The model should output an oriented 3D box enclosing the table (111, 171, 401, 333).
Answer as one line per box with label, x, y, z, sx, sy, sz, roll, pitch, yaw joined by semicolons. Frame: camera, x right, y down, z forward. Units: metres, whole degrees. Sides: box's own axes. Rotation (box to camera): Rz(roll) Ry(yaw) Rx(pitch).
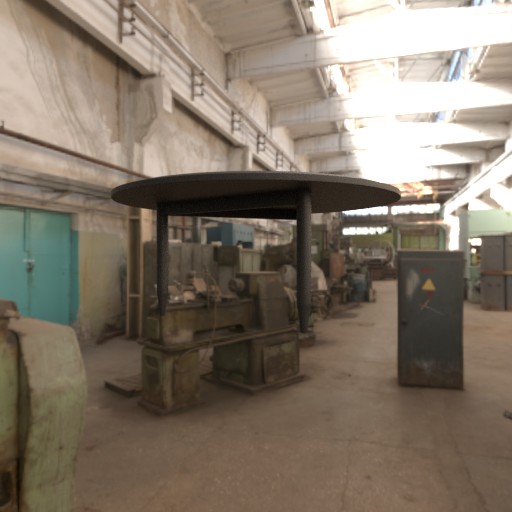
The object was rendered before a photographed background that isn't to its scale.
table;0.000;0.000;1.448;0.900;0.400;0.900;0;0;0
